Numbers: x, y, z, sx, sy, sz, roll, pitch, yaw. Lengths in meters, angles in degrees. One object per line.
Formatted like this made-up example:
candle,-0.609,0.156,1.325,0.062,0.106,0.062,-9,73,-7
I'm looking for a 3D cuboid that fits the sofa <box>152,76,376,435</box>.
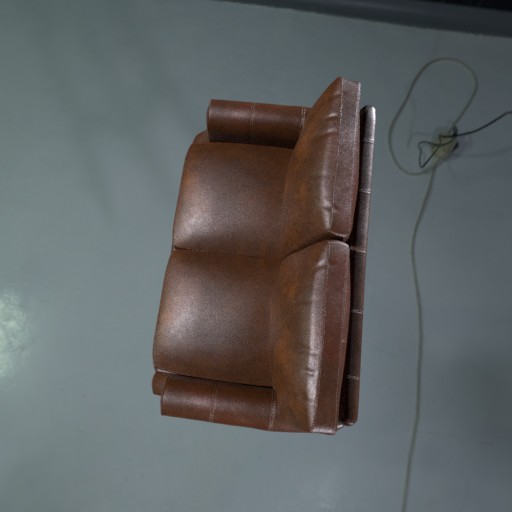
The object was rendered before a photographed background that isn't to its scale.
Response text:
sofa,0.000,0.000,2.244,0.990,0.976,1.616,7,76,2
